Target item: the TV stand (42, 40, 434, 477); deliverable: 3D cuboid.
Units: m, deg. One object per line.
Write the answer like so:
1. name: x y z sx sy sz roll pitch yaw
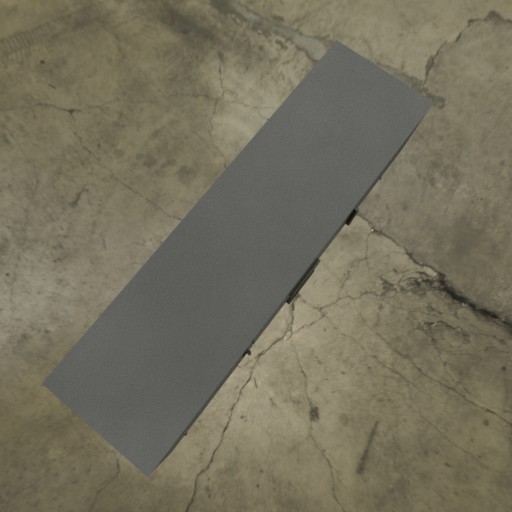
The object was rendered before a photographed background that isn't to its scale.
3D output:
1. TV stand: 0.000 0.000 1.592 0.400 0.560 1.400 37 79 9
